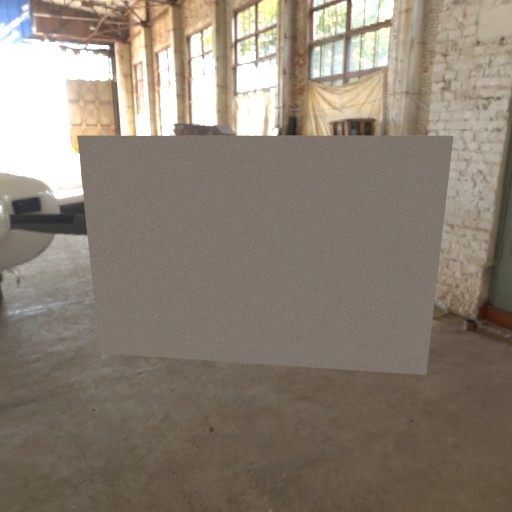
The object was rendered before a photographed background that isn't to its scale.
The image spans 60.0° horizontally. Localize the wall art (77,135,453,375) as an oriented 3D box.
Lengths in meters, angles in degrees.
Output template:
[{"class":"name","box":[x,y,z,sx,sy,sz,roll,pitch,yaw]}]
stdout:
[{"class":"wall art","box":[0.000,0.000,1.146,0.898,0.601,0.038,2,16,7]}]
